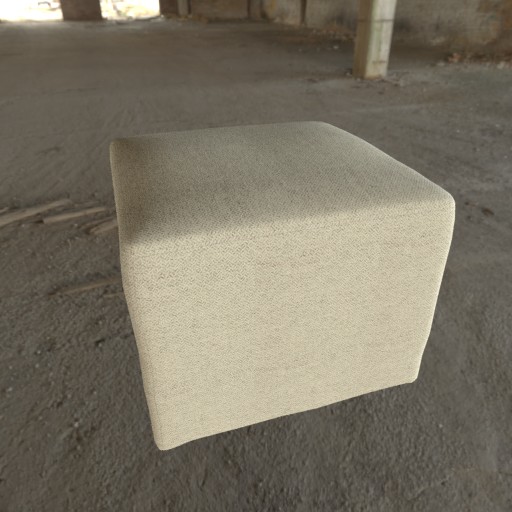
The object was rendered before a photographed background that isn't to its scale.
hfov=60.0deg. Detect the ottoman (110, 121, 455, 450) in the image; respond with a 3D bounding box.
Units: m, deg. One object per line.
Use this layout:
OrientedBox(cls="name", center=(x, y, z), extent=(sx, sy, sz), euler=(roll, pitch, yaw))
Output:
OrientedBox(cls="ottoman", center=(0.000, 0.000, 0.914), extent=(0.521, 0.453, 0.512), euler=(-9, 32, -15))
